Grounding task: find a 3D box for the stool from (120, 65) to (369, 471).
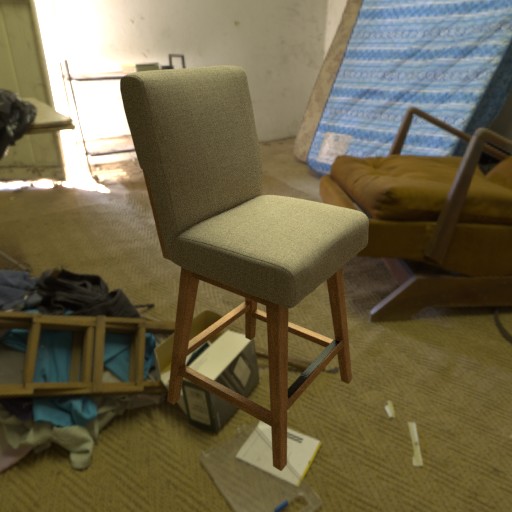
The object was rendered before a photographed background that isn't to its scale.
[{"bbox_3d":[0.000,0.000,1.310,0.526,1.010,0.459,18,31,32],"label":"stool"}]
